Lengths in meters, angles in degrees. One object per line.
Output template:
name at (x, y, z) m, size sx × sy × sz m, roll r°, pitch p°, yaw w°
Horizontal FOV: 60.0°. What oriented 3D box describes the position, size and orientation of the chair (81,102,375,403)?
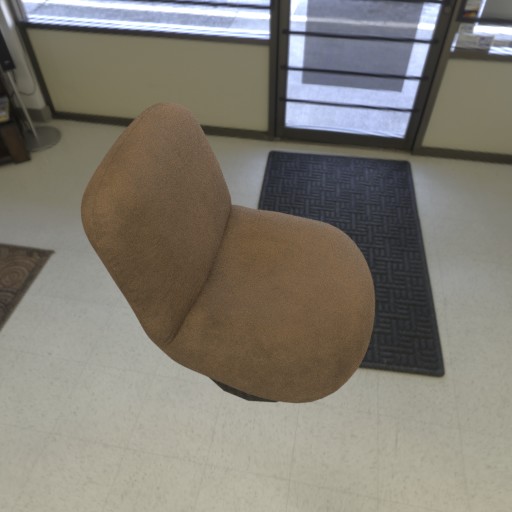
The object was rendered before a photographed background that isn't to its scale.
chair at (0.000, 0.000, 1.030) m, size 0.597 × 0.594 × 0.521 m, roll 10°, pitch 48°, yaw 9°
